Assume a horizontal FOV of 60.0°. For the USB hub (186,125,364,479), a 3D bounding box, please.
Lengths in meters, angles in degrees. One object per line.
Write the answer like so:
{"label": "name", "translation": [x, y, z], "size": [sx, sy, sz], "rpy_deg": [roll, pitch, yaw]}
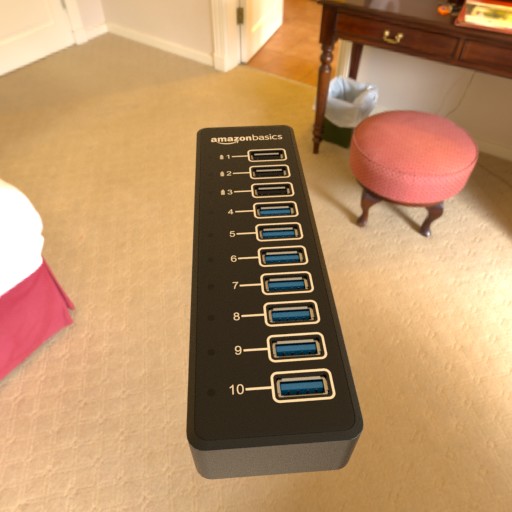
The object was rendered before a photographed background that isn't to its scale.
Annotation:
{"label": "USB hub", "translation": [0.000, 0.000, 0.164], "size": [0.044, 0.023, 0.145], "rpy_deg": [-3, 47, -3]}
